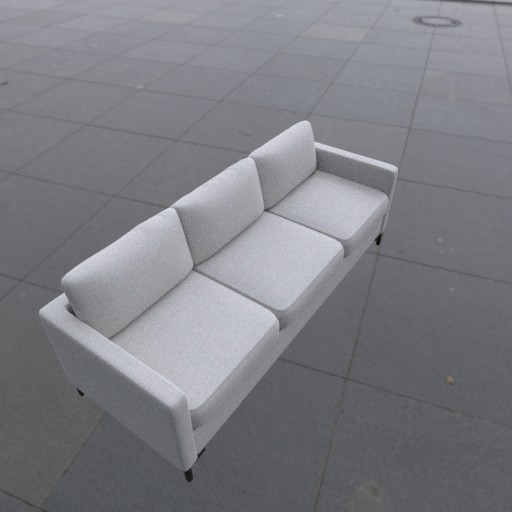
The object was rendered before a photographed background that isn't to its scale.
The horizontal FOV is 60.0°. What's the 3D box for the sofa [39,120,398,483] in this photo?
[{"bbox_3d":[0.000,0.000,2.628,0.859,0.874,2.218,25,46,26],"label":"sofa"}]
